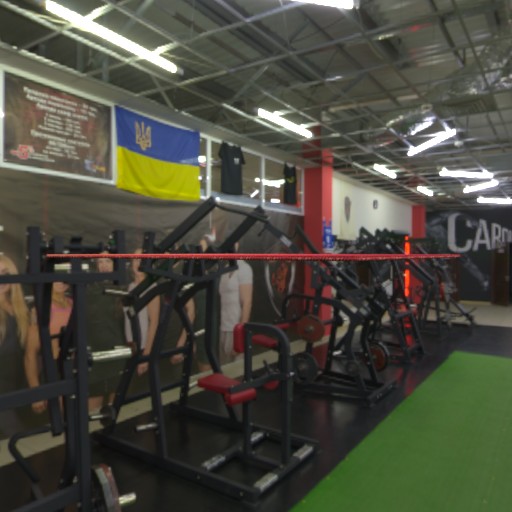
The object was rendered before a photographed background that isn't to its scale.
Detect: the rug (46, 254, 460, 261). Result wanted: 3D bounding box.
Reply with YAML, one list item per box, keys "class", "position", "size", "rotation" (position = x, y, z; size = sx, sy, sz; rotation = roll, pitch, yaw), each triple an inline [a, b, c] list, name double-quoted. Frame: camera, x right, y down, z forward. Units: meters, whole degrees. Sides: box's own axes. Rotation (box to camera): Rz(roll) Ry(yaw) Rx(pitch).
- class: "rug"
  position: [0.000, 0.000, 3.944]
  size: [2.905, 0.028, 2.340]
  rotation: [0, 1, 36]
